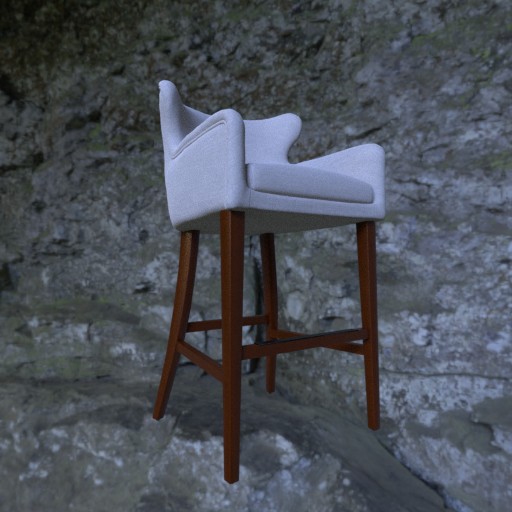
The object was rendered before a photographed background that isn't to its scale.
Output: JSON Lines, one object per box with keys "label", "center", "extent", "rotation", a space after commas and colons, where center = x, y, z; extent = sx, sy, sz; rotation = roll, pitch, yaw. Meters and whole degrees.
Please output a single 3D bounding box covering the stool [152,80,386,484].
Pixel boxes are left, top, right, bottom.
{"label": "stool", "center": [0.000, 0.000, 1.361], "extent": [0.556, 1.034, 0.563], "rotation": [0, 0, -37]}
